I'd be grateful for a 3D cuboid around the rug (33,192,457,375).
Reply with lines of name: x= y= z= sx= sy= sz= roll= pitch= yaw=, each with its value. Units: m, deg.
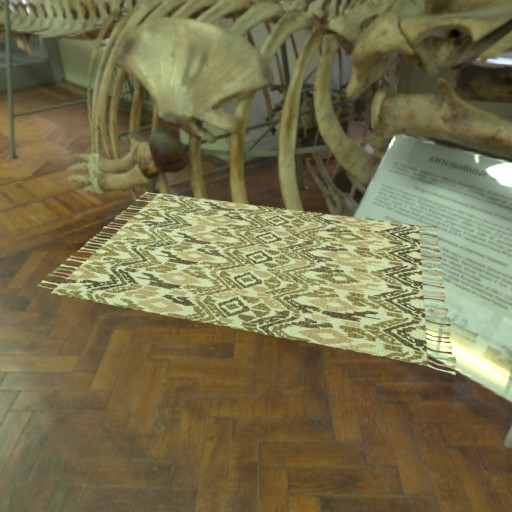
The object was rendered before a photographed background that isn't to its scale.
rug: x=0.000 y=0.000 z=3.017 sx=2.438 sy=0.008 sz=1.524 roll=9 pitch=34 yaw=13
